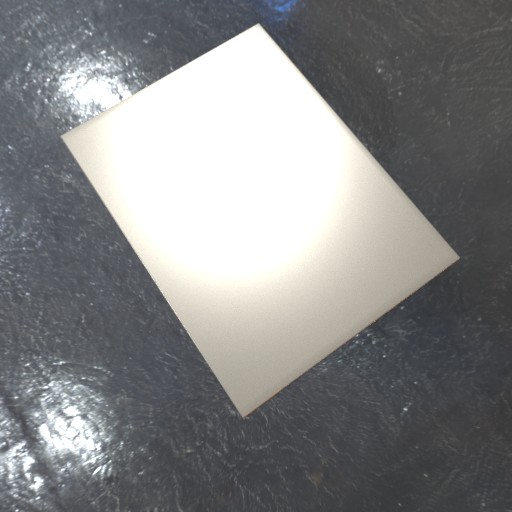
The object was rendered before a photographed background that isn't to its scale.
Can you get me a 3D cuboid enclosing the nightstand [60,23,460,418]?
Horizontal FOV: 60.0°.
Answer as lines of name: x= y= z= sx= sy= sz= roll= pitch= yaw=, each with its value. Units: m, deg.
nightstand: x=0.000 y=0.000 z=0.729 sx=0.288 sy=0.508 sz=0.370 roll=-34 pitch=77 yaw=-9
